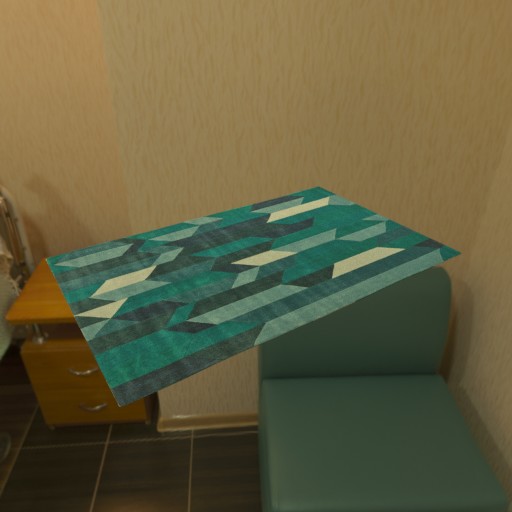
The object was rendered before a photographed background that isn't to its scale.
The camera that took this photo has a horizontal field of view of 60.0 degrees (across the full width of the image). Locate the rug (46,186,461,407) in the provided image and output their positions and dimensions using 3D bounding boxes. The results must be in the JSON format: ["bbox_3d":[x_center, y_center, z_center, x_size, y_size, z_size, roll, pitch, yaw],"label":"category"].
[{"bbox_3d":[0.000,0.000,3.039,2.420,0.005,1.528,-18,35,-29],"label":"rug"}]
